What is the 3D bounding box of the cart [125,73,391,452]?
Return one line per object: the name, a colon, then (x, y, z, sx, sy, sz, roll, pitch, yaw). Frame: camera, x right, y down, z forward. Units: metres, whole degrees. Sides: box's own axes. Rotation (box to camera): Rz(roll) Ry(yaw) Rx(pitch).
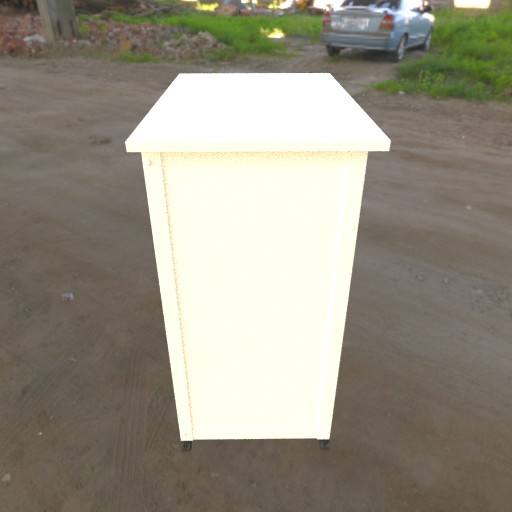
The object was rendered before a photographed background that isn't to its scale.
cart: (0.000, 0.000, 1.253, 0.442, 0.864, 0.683, 0, 31, -1)
